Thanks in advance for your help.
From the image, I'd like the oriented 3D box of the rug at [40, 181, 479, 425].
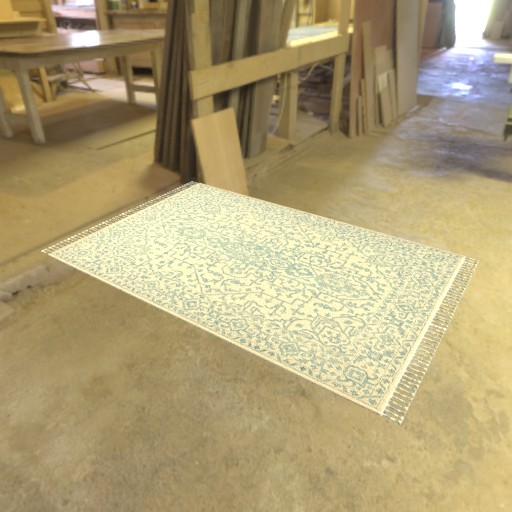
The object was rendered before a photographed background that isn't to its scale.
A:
[{"bbox_3d":[0.000,0.000,2.903,2.438,0.010,1.524,19,36,29],"label":"rug"}]
